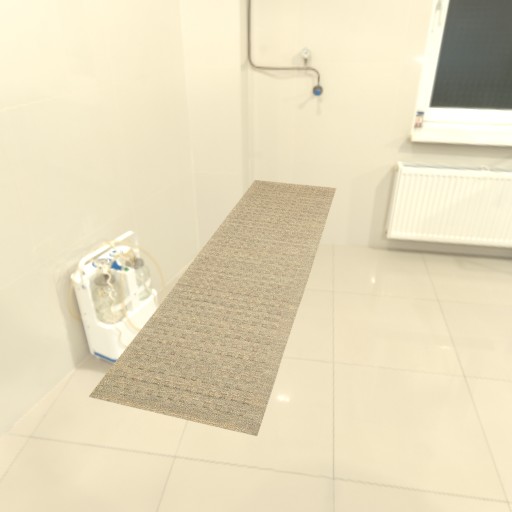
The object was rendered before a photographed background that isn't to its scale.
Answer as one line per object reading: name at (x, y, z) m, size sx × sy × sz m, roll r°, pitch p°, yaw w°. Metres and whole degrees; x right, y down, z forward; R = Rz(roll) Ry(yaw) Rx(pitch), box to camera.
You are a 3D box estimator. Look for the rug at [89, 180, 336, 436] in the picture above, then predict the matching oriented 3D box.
rug at (0.000, 0.000, 2.668) m, size 0.688 × 0.005 × 2.437 m, roll 8°, pitch 31°, yaw 13°
